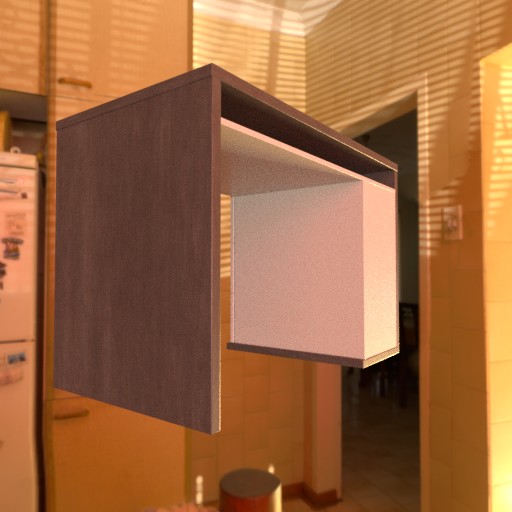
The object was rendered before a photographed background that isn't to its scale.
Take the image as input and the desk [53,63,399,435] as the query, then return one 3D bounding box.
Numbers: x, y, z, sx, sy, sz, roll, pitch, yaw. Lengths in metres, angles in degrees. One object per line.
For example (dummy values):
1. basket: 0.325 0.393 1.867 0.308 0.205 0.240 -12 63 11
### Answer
1. desk: 0.000 0.000 1.509 0.600 0.750 1.100 -1 -2 37
